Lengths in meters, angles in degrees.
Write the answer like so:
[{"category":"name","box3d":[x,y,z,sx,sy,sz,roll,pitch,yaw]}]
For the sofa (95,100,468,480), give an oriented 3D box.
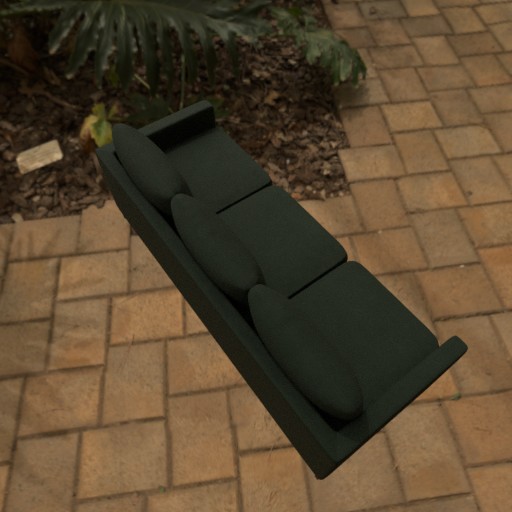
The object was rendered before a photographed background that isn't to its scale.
[{"category":"sofa","box3d":[0.000,0.000,2.566,0.859,0.870,2.218,-32,62,-19]}]
